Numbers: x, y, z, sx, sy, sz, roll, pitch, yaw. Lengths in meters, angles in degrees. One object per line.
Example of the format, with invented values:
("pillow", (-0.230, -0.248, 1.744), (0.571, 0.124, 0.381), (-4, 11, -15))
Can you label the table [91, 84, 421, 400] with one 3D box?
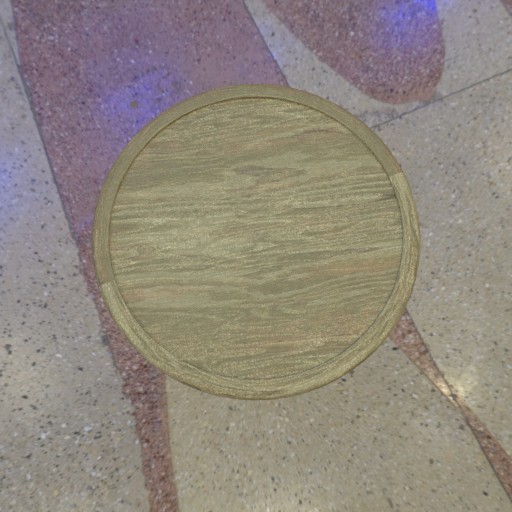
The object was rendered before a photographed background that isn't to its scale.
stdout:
("table", (0.000, 0.000, 1.029), (0.607, 0.450, 0.607), (0, 76, 0))
